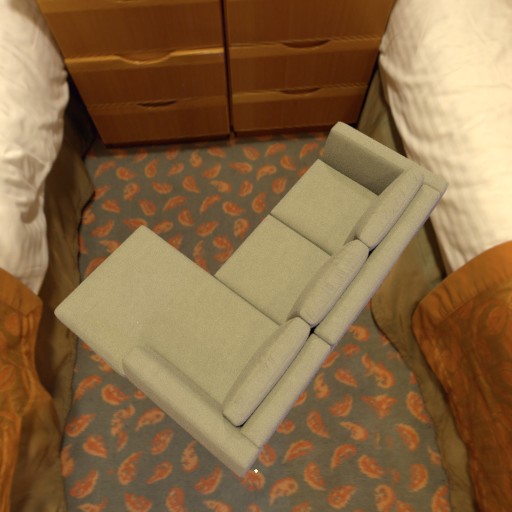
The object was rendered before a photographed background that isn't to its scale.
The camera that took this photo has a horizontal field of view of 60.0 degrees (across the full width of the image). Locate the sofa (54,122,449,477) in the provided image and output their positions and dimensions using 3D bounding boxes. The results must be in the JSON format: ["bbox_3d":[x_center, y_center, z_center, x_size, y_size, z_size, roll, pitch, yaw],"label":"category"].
[{"bbox_3d":[0.000,0.000,3.060,1.580,0.860,2.300,35,69,16],"label":"sofa"}]
